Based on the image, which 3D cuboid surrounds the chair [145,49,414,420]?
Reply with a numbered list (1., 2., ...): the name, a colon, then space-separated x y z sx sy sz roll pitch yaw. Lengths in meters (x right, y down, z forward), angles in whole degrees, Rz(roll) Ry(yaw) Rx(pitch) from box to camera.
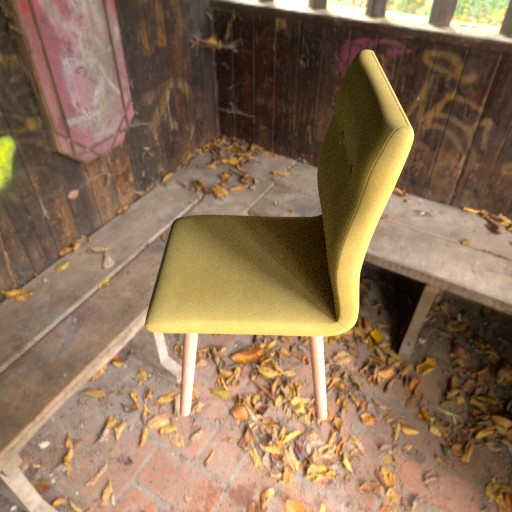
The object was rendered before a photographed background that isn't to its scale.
1. chair: 0.000 0.000 1.231 0.550 0.965 0.450 1 42 1
